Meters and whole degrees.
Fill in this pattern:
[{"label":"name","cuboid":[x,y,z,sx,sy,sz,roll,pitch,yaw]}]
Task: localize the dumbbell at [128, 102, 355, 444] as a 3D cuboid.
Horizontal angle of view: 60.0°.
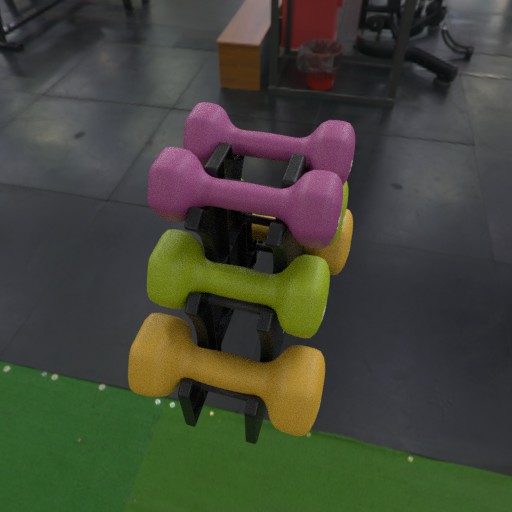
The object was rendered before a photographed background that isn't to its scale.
[{"label":"dumbbell","cuboid":[0.000,0.000,0.467,0.190,0.271,0.300,12,48,11]}]
